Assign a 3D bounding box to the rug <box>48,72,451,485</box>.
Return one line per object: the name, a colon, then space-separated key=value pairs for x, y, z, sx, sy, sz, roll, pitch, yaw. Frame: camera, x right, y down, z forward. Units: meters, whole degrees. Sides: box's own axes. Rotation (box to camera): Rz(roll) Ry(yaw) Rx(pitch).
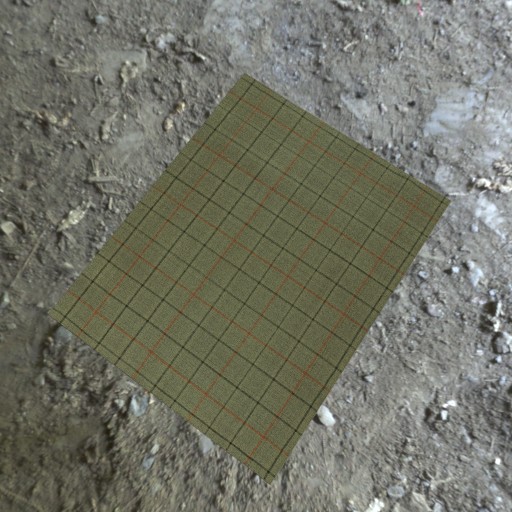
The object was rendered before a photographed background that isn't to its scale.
rug: x=0.000 y=0.000 z=4.120 sx=2.444 sy=0.012 sz=3.048 roll=34 pitch=79 yaw=8
